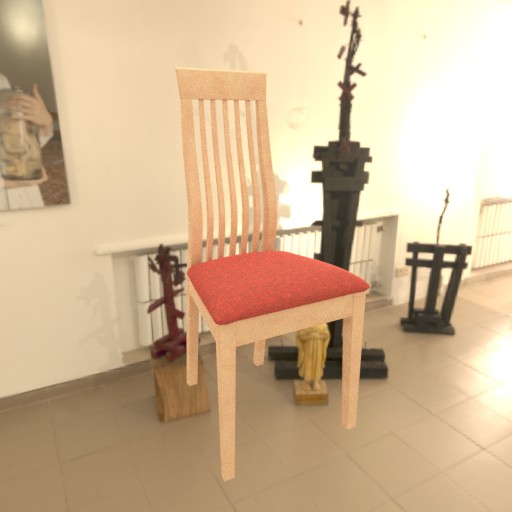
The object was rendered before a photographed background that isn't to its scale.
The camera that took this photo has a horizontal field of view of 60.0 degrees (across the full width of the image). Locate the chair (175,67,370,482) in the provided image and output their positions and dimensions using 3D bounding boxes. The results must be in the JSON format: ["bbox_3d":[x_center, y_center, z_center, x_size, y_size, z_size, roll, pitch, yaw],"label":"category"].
[{"bbox_3d":[0.000,0.000,1.278,0.460,1.027,0.474,-9,20,-28],"label":"chair"}]
